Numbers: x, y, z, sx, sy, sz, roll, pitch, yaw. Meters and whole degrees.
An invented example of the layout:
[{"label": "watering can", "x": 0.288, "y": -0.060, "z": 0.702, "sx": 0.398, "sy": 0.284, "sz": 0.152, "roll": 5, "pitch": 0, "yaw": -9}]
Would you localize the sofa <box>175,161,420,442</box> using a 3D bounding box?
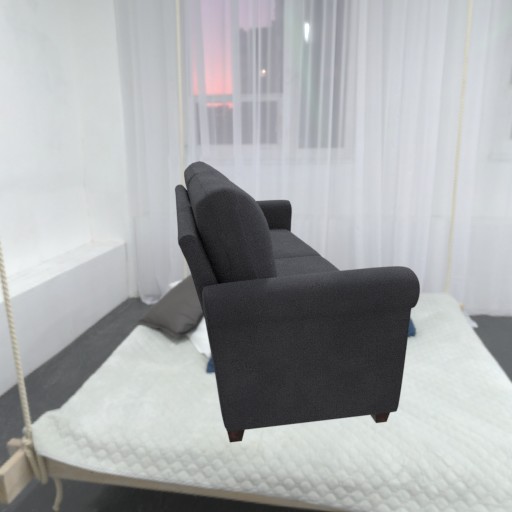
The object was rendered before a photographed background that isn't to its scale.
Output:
[{"label": "sofa", "x": 0.000, "y": 0.000, "z": 2.439, "sx": 0.842, "sy": 0.942, "sz": 1.935, "roll": -3, "pitch": 16, "yaw": -10}]
